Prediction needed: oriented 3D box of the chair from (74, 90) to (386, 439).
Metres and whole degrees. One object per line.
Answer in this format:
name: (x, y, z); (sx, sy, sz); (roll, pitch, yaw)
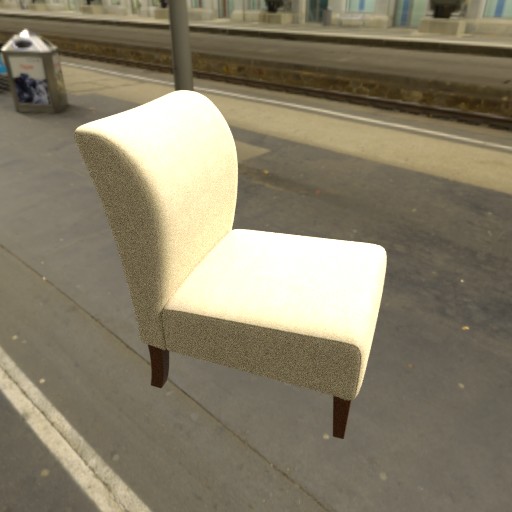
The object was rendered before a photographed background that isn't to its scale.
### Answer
chair: (0.000, 0.000, 1.339); (0.754, 0.833, 0.521); (11, 32, 17)
